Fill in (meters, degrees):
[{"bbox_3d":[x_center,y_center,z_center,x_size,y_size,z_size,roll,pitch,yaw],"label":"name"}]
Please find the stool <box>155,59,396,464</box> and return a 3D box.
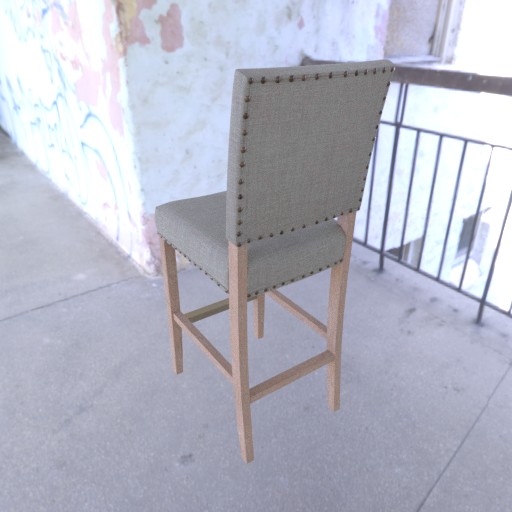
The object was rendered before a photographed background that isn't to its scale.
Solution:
[{"bbox_3d":[0.000,0.000,1.427,0.445,1.173,0.585,-18,33,-30],"label":"stool"}]
